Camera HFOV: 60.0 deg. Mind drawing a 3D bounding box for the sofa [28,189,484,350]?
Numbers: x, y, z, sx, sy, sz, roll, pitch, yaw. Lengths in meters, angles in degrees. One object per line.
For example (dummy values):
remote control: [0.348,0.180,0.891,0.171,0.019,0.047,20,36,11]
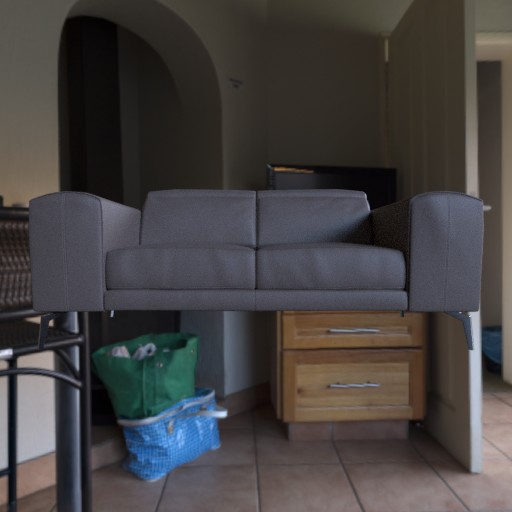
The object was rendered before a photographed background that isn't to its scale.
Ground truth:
sofa: [0.000,0.000,2.299,1.895,0.779,1.003,0,1,0]
